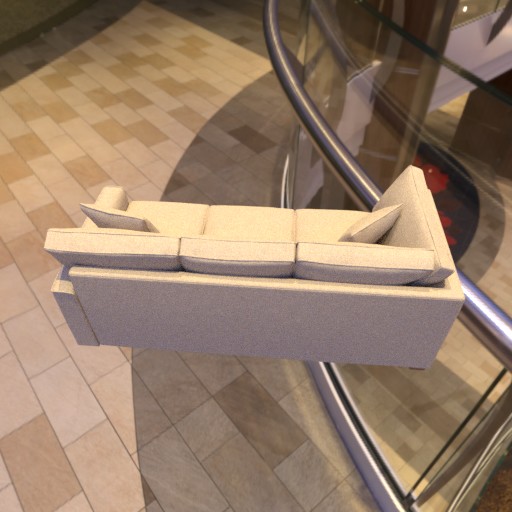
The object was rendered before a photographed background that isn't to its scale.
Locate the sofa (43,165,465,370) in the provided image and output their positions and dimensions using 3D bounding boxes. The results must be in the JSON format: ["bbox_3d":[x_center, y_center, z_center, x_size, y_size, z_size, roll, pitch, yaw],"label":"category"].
[{"bbox_3d":[0.000,0.000,2.953,2.317,0.962,1.061,3,45,3],"label":"sofa"}]
